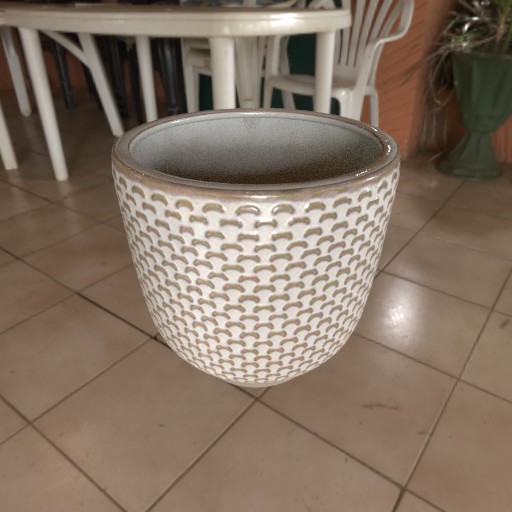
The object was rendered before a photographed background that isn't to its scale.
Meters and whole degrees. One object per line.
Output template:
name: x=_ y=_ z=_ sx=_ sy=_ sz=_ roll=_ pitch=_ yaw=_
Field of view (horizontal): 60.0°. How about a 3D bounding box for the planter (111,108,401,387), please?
planter: x=0.000 y=0.000 z=0.356 sx=0.197 sy=0.191 sz=0.197 roll=0 pitch=31 yaw=0
